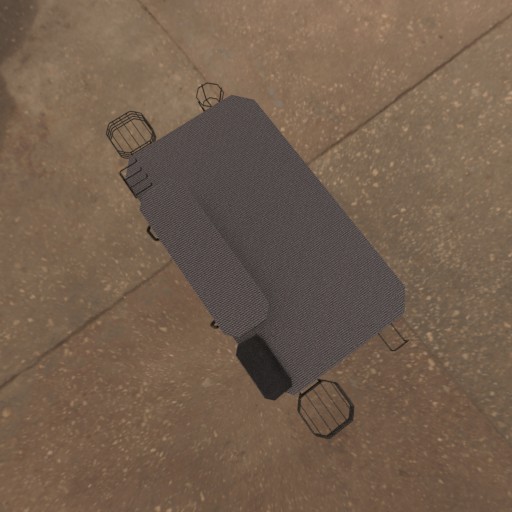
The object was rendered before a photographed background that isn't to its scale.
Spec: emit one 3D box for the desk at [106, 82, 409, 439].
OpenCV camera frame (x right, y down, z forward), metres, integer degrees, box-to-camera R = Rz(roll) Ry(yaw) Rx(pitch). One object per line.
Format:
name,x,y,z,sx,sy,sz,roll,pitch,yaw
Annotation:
desk,0.000,0.000,1.747,0.580,0.880,1.290,-34,78,-9
